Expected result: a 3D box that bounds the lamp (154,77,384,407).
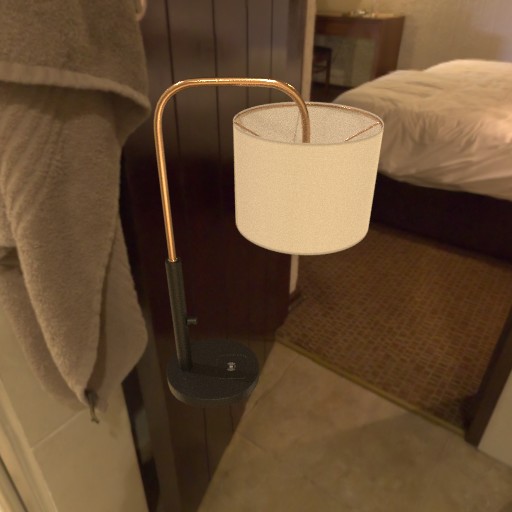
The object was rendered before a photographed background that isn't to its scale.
[{"bbox_3d":[0.000,0.000,0.709,0.337,0.540,0.199,0,32,0],"label":"lamp"}]
